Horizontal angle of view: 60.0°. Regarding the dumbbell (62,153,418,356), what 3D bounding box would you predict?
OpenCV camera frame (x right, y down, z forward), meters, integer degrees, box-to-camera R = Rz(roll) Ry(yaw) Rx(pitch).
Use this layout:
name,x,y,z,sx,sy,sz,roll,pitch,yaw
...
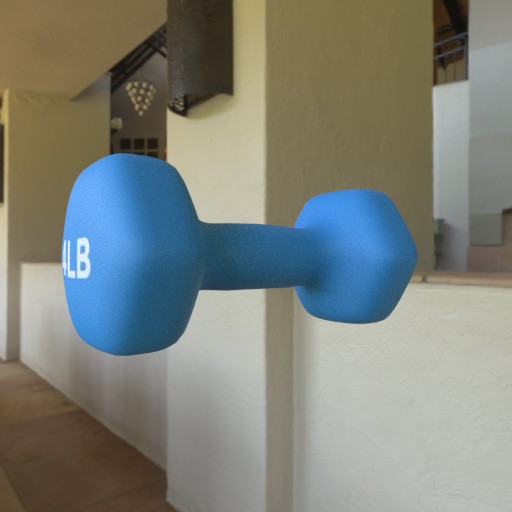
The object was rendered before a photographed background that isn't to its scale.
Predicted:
name,x,y,z,sx,sy,sz,roll,pitch,yaw
dumbbell,0.000,0.000,0.192,0.152,0.066,0.074,0,-1,-37
